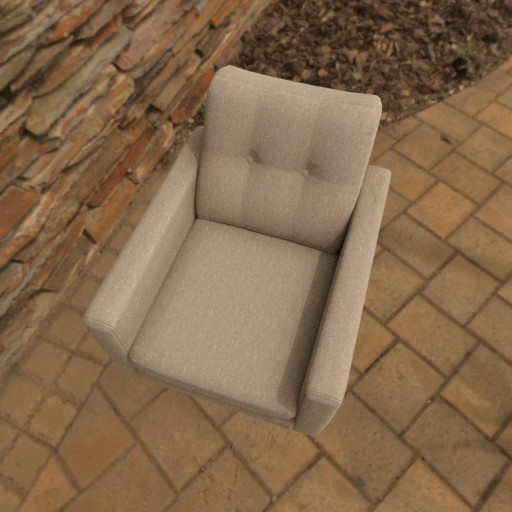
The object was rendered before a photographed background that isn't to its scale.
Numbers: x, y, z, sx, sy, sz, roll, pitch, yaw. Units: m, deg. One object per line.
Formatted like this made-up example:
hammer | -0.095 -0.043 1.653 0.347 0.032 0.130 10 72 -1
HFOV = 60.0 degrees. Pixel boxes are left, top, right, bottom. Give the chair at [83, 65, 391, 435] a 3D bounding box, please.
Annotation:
chair | 0.000 0.000 1.813 0.897 0.965 1.128 16 59 10
